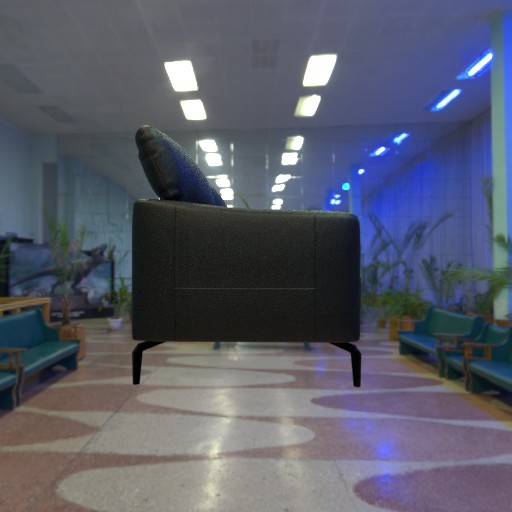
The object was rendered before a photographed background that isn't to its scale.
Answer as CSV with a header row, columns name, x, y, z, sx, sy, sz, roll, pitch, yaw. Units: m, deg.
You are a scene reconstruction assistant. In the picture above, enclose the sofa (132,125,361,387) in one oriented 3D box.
name,x,y,z,sx,sy,sz,roll,pitch,yaw
sofa,0.000,0.000,2.533,0.856,0.957,2.069,0,-1,2
